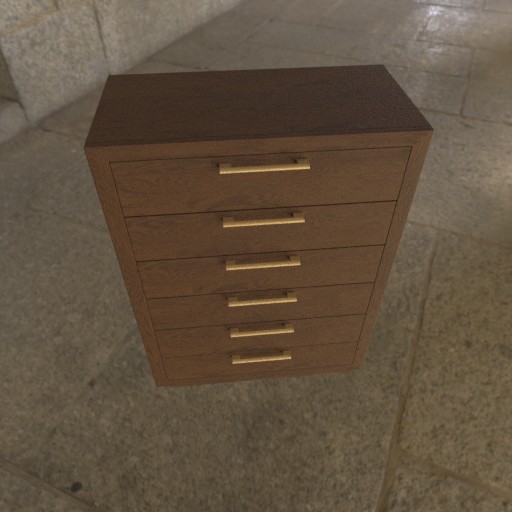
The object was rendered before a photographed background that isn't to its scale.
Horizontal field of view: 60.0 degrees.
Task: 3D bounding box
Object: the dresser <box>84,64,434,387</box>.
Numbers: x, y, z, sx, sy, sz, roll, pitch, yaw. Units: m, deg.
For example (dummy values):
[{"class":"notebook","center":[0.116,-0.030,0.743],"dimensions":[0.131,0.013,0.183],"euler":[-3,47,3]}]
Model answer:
[{"class":"dresser","center":[0.000,0.000,1.826],"dimensions":[0.964,1.320,0.516],"euler":[-4,44,-4]}]
